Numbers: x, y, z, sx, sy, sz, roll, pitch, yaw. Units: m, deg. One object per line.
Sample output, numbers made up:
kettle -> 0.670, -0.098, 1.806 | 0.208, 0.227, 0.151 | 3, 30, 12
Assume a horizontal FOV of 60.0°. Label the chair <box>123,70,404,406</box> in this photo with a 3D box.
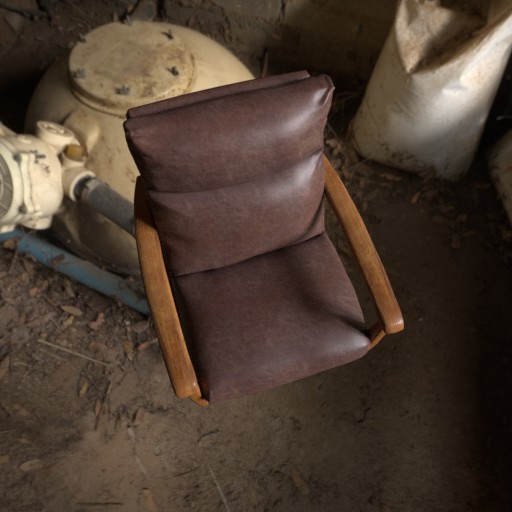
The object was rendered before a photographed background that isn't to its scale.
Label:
chair -> 0.000, 0.000, 1.549 | 0.782, 0.897, 0.830 | -15, 65, -7
